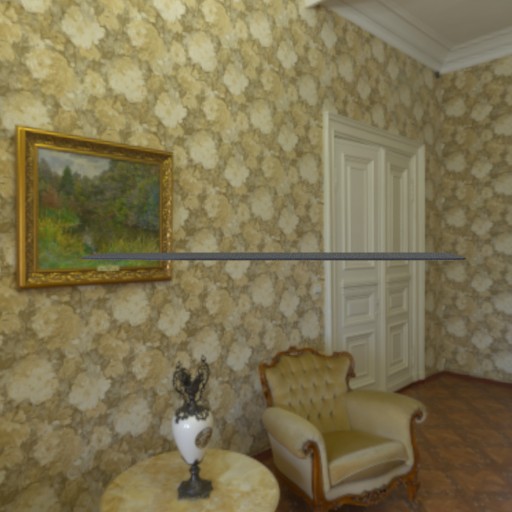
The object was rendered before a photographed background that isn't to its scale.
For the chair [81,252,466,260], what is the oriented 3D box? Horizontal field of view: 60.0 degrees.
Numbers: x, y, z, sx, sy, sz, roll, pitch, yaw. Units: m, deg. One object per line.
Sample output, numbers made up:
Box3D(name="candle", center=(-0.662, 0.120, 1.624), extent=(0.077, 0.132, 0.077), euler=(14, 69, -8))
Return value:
Box3D(name="chair", center=(0.000, 0.000, 1.917), extent=(1.219, 0.024, 1.372), euler=(0, 0, 0))
